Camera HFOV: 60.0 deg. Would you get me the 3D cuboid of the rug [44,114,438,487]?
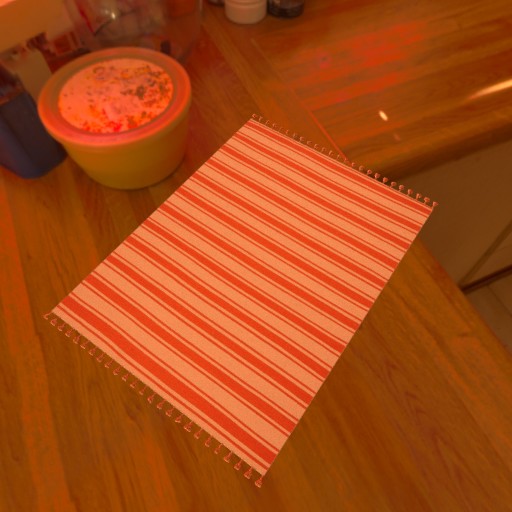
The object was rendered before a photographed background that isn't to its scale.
[{"bbox_3d":[0.000,0.000,4.452,2.451,0.035,3.369,31,64,18],"label":"rug"}]
